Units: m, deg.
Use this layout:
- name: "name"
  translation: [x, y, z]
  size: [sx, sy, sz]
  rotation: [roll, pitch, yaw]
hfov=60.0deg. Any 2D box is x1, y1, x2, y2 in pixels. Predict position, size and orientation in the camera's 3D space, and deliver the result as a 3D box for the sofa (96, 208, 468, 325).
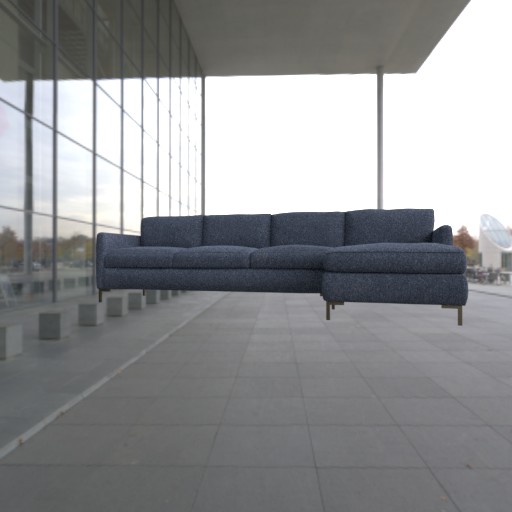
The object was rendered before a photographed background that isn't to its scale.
- name: "sofa"
  translation: [0.000, 0.000, 3.554]
  size: [2.932, 0.810, 1.350]
  rotation: [0, 0, 18]
